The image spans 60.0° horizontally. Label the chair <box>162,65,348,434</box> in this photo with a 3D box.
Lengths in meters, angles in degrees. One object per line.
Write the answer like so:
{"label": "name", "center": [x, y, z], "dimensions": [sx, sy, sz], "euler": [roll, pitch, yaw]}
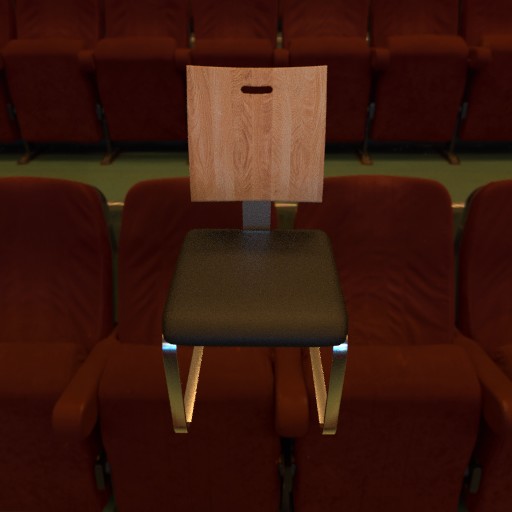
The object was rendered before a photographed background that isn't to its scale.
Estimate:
{"label": "chair", "center": [0.000, 0.000, 1.243], "dimensions": [0.462, 0.936, 0.560], "euler": [0, 30, 1]}
